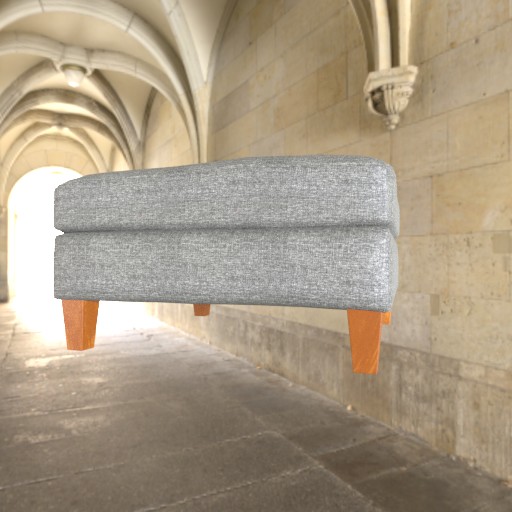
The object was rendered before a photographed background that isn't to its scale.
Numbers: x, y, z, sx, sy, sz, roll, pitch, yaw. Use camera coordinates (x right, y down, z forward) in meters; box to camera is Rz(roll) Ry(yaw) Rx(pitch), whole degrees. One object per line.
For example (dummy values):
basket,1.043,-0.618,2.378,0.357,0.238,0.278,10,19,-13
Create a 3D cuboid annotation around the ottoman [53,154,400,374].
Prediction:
ottoman,0.000,0.000,1.369,0.838,0.481,0.838,0,-1,19
